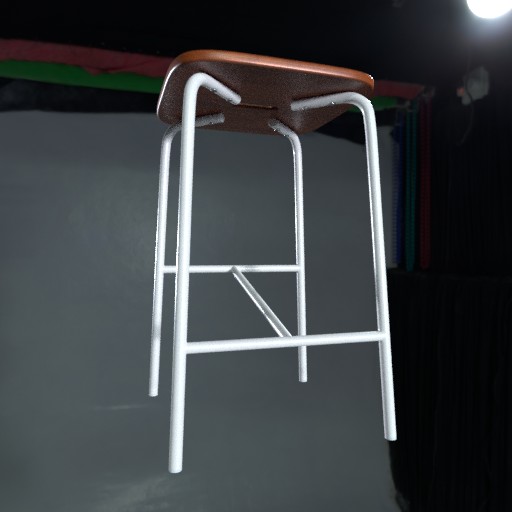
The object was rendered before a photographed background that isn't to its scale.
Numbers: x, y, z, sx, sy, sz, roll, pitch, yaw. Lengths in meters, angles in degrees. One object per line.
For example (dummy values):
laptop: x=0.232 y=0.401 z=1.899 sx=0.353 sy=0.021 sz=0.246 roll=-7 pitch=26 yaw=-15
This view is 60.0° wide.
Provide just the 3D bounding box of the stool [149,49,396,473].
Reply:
stool: x=0.000 y=0.000 z=0.857 sx=0.376 sy=0.610 sz=0.376 roll=0 pitch=0 yaw=-18
